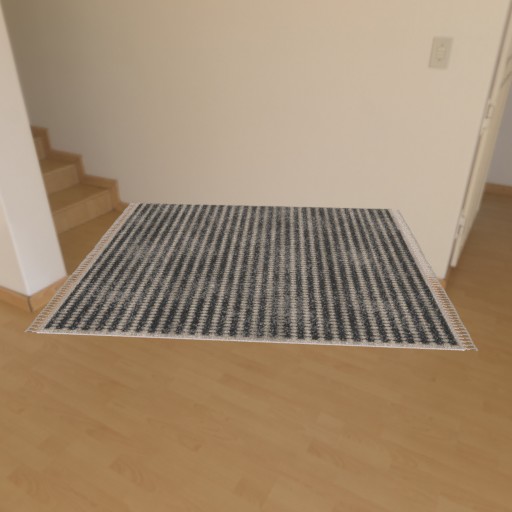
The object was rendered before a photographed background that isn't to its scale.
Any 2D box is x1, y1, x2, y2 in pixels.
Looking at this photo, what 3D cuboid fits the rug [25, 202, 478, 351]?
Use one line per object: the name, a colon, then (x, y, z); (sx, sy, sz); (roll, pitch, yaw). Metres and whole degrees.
rug: (0.000, 0.000, 3.812); (2.910, 0.013, 2.256); (2, 29, 3)
